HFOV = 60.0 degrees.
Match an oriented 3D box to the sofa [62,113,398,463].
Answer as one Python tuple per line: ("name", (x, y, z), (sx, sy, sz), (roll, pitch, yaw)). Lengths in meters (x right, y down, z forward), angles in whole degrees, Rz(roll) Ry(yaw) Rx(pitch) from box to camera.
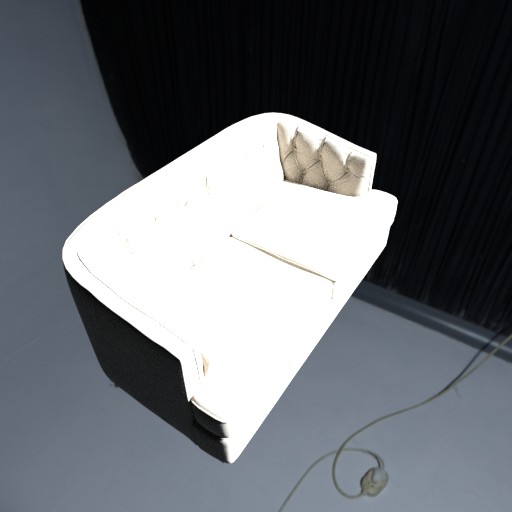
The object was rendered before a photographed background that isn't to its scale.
("sofa", (0.000, 0.000, 2.309), (0.940, 0.878, 1.731), (24, 47, 25))
